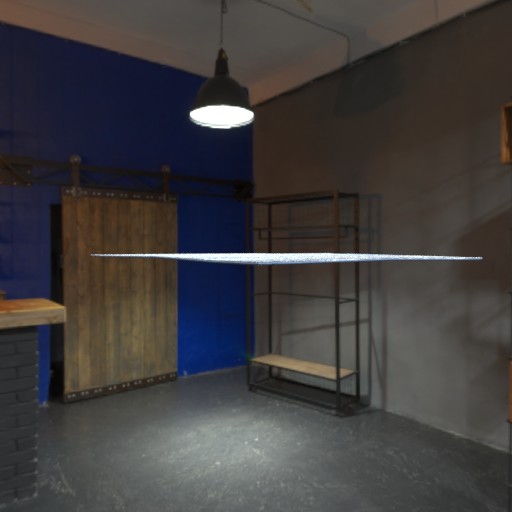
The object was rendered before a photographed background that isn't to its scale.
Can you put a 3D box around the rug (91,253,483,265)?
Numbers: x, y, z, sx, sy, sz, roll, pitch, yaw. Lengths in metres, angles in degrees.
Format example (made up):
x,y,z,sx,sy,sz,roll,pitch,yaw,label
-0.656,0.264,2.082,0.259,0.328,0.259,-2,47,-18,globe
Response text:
x,y,z,sx,sy,sz,roll,pitch,yaw,label
0.000,0.000,3.086,1.624,0.030,2.349,-1,1,-35,rug
